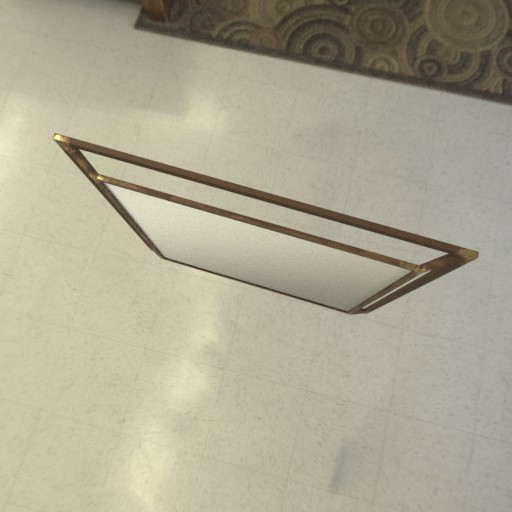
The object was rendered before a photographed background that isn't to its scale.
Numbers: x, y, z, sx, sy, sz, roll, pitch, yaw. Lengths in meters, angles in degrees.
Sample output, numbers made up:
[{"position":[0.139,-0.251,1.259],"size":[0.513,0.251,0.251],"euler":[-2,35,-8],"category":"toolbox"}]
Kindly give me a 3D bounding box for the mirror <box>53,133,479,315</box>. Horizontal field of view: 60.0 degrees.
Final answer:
[{"position":[0.000,0.000,0.903],"size":[0.610,0.610,0.032],"euler":[16,76,4],"category":"mirror"}]
